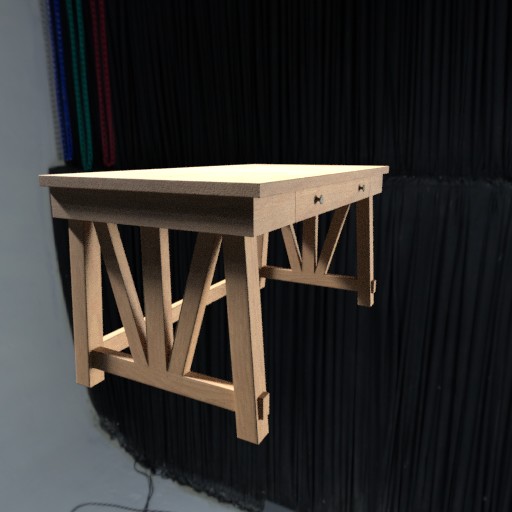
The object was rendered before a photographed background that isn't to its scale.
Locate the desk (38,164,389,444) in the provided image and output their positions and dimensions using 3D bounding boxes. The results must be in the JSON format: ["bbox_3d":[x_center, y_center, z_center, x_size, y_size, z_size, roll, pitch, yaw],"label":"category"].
[{"bbox_3d":[0.000,0.000,1.991,0.813,0.762,1.499,7,15,27],"label":"desk"}]
